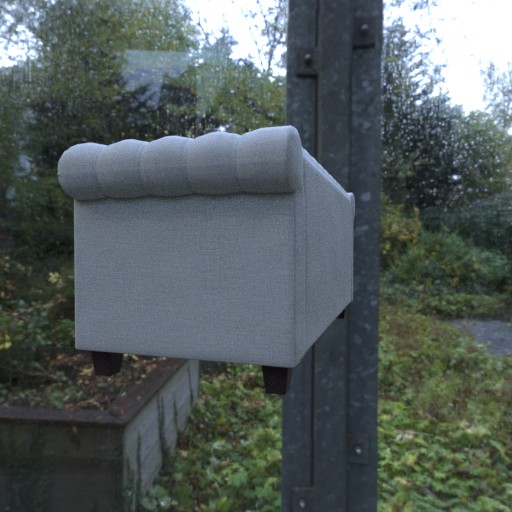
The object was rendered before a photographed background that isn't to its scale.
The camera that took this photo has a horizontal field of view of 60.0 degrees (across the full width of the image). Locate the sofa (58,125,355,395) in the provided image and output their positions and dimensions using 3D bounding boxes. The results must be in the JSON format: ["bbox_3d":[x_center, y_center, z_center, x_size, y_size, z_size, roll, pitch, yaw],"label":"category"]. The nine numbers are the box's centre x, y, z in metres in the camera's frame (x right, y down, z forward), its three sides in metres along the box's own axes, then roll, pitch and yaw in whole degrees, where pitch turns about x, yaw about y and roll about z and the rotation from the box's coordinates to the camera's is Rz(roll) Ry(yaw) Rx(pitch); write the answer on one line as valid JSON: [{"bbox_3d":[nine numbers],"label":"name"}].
[{"bbox_3d":[0.000,0.000,2.145,0.783,0.797,1.798,0,1,18],"label":"sofa"}]
